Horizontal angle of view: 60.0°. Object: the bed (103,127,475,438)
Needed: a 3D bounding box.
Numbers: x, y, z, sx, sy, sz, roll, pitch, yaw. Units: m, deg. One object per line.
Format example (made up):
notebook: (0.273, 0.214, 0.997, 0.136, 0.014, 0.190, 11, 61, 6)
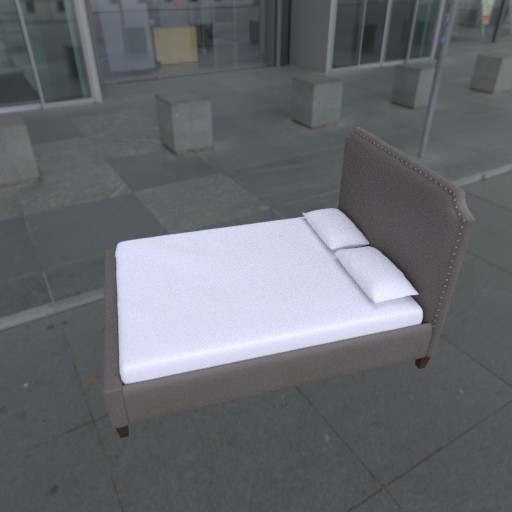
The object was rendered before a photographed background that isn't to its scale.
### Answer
bed: (0.000, 0.000, 3.441, 2.372, 1.443, 1.712, -9, 34, -13)
